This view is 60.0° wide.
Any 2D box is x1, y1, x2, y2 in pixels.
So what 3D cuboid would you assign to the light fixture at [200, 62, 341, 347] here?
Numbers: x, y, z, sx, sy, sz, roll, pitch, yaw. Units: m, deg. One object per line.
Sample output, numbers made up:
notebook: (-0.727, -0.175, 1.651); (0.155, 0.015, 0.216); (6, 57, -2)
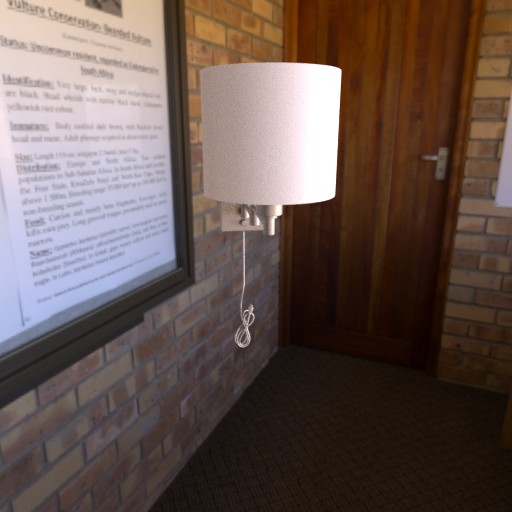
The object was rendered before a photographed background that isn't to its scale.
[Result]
light fixture: (0.000, 0.000, 0.886); (0.203, 0.651, 0.516); (-2, 17, -7)
